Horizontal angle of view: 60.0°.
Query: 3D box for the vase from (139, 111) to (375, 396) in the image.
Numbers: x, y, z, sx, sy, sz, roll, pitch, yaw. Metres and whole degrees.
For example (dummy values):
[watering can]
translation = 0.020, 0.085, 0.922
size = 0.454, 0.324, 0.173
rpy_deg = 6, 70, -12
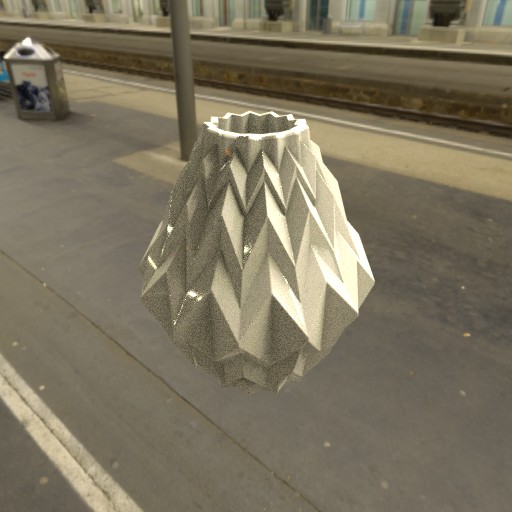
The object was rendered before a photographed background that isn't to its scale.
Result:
[vase]
translation = 0.000, 0.000, 0.311
size = 0.164, 0.185, 0.164
rpy_deg = 0, 30, 0
